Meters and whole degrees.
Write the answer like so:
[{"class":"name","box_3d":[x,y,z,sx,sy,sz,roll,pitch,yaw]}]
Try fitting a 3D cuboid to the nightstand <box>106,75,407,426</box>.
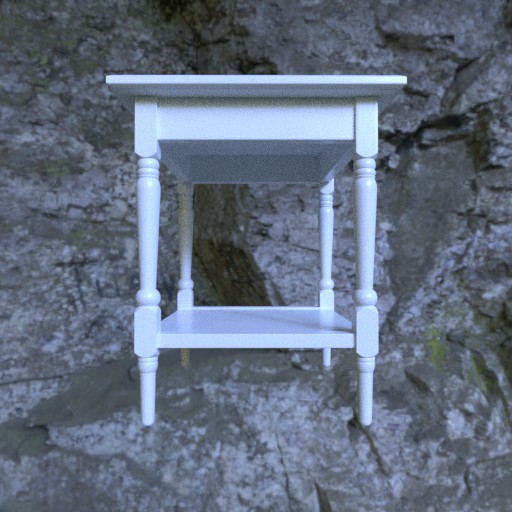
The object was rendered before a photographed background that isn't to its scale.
[{"class":"nightstand","box_3d":[0.000,0.000,0.925,0.459,0.555,0.505,0,-1,0]}]
